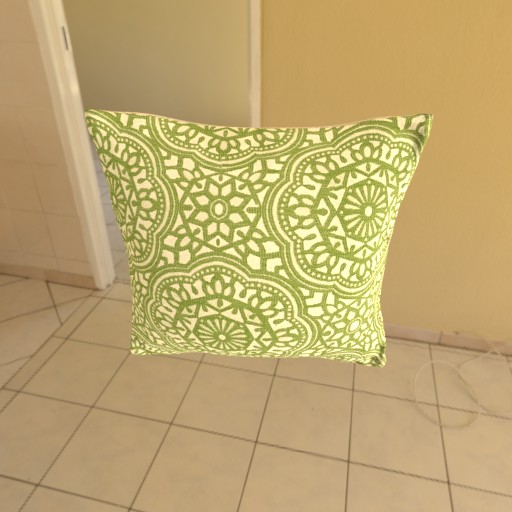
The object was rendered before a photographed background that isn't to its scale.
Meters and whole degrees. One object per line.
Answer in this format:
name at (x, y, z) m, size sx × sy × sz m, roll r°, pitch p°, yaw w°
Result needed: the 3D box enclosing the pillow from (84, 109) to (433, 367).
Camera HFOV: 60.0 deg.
pillow at (0.000, 0.000, 0.655) m, size 0.440 × 0.419 × 0.162 m, roll 2°, pitch 31°, yaw 3°
